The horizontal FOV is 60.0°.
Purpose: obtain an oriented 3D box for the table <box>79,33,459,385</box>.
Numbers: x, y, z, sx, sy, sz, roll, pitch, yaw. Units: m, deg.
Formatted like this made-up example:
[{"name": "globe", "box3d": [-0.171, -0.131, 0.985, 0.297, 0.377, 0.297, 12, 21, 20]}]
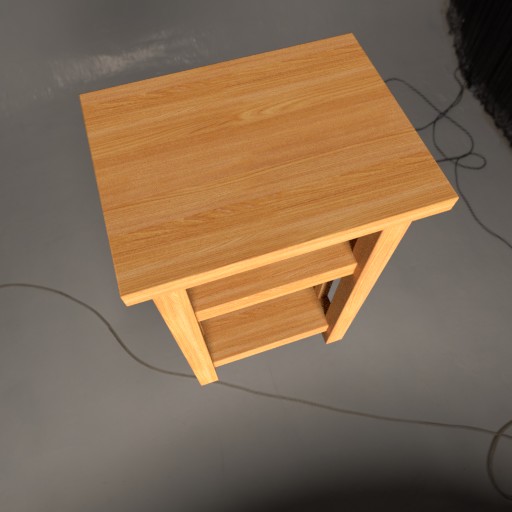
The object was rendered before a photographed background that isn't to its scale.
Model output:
[{"name": "table", "box3d": [0.000, 0.000, 0.732, 0.350, 0.550, 0.270, -16, 64, -8]}]
